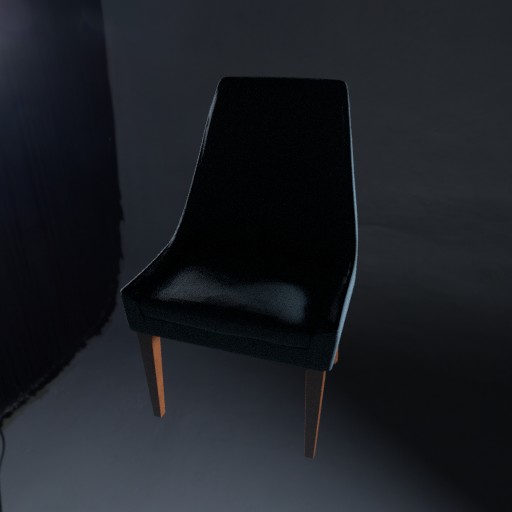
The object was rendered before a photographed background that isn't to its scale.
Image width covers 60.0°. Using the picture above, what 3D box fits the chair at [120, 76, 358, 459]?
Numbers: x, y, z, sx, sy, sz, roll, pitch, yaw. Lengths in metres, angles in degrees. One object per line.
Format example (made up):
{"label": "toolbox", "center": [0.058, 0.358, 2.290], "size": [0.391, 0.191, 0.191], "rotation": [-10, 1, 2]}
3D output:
{"label": "chair", "center": [0.000, 0.000, 1.200], "size": [0.529, 0.861, 0.544], "rotation": [8, 28, 16]}
